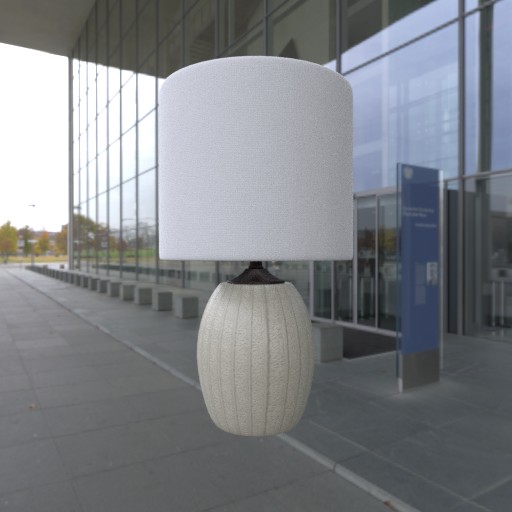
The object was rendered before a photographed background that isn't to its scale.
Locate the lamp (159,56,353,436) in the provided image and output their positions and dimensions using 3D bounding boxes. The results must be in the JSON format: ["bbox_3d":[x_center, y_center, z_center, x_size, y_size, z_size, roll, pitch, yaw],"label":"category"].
[{"bbox_3d":[0.000,0.000,0.769,0.329,0.570,0.329,0,0,-17],"label":"lamp"}]
